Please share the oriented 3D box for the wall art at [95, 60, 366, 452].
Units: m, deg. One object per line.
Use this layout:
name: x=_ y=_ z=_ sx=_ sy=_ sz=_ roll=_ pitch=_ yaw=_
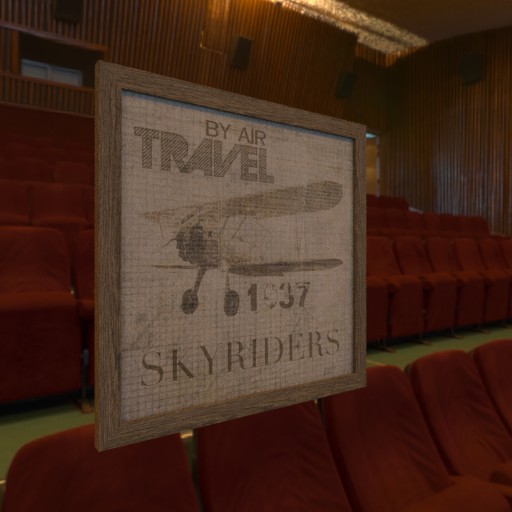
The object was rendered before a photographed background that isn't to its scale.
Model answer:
wall art: x=0.000 y=0.000 z=0.726 sx=0.508 sy=0.508 sz=0.019 roll=0 pitch=0 yaw=-35
